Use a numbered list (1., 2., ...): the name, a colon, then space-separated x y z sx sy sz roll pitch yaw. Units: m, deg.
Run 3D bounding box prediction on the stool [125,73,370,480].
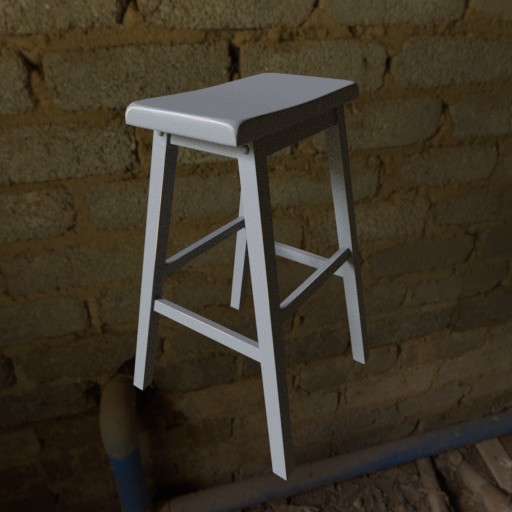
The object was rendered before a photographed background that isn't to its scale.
1. stool: 0.000 0.000 1.040 0.476 0.737 0.457 19 35 29
